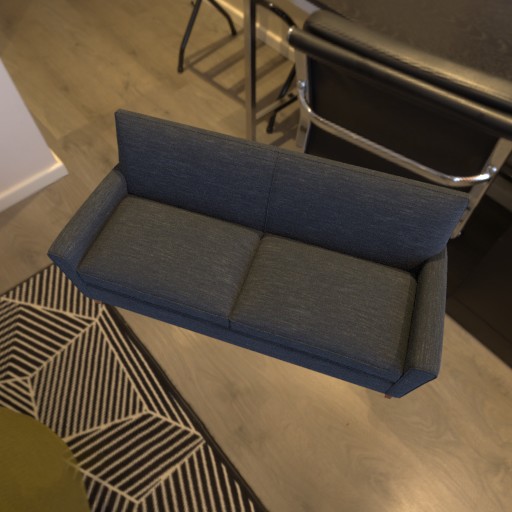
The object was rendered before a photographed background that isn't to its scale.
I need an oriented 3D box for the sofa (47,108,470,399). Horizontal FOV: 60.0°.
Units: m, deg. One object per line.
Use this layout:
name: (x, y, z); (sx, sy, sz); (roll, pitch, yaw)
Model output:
sofa: (0.000, 0.000, 2.446); (1.976, 0.846, 0.875); (16, 60, 9)
